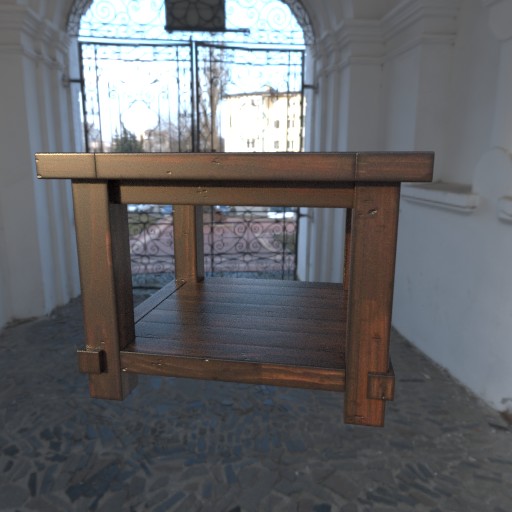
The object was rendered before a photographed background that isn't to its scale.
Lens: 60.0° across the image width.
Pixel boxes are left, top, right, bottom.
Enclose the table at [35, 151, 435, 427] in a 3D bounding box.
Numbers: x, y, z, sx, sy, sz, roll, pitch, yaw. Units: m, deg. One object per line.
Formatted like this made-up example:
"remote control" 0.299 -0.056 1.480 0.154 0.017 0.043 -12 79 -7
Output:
"table" 0.000 0.000 0.976 0.593 0.437 0.606 2 13 10
